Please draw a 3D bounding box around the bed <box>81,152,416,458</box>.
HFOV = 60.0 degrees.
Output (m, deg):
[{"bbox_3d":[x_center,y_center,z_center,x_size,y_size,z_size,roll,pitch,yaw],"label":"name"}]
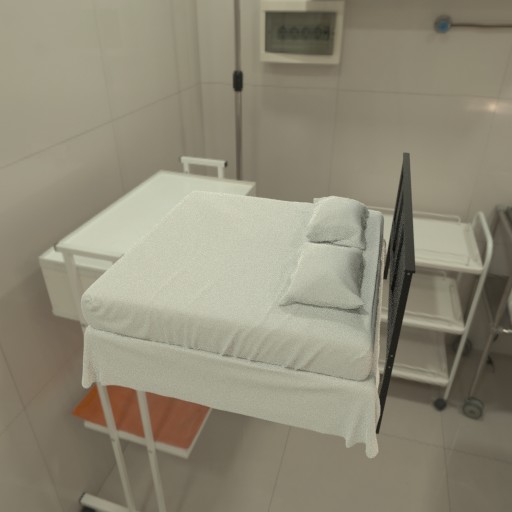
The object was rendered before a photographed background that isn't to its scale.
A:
[{"bbox_3d":[0.000,0.000,3.585,2.219,1.271,2.315,8,31,14],"label":"bed"}]
